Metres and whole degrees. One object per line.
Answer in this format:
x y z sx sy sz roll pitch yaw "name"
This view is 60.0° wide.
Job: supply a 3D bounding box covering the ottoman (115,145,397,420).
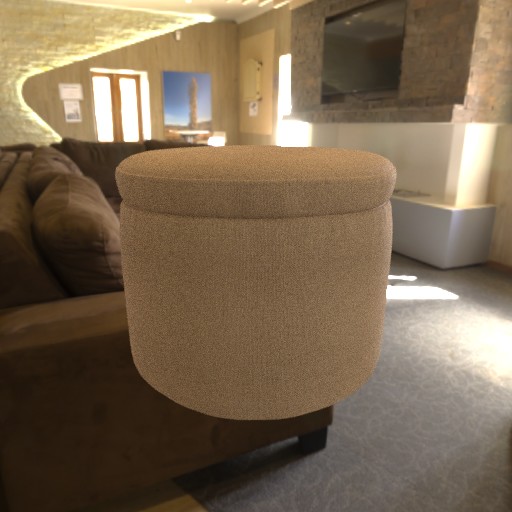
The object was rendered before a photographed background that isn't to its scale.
0.000 0.000 0.858 0.497 0.409 0.497 0 17 0 "ottoman"
